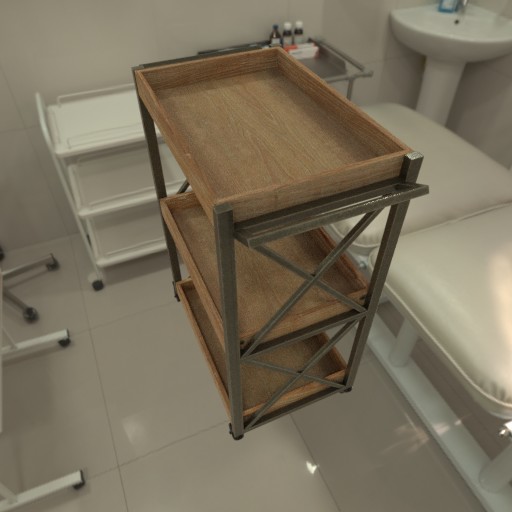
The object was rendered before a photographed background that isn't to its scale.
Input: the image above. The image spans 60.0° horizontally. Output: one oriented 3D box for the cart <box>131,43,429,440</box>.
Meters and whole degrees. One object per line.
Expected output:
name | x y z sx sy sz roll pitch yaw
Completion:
cart | 0.000 0.000 1.161 0.377 0.835 0.673 -17 48 -17
